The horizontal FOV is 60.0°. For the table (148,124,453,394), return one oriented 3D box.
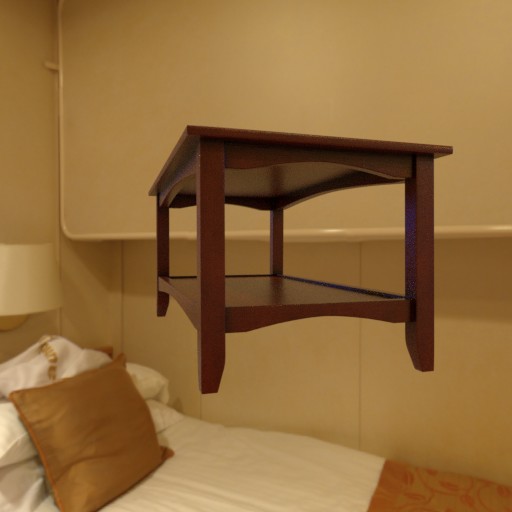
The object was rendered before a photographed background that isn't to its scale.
[{"bbox_3d":[0.000,0.000,1.260,0.533,0.456,0.943,0,1,-17],"label":"table"}]
